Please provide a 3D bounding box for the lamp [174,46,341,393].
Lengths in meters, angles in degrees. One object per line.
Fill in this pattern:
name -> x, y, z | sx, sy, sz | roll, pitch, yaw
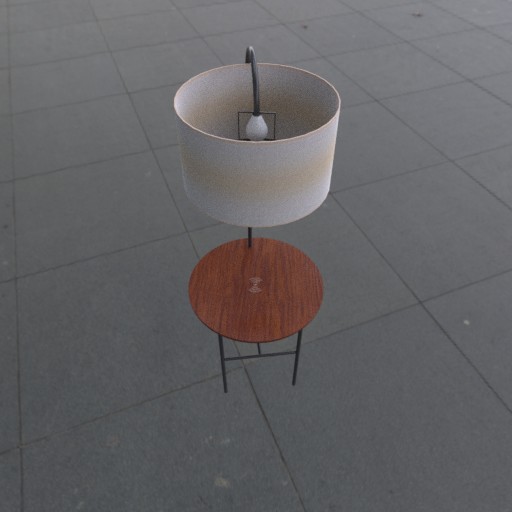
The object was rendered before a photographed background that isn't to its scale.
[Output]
lamp -> 0.000, 0.000, 1.761 | 0.573, 1.517, 0.573 | 0, 46, 0
